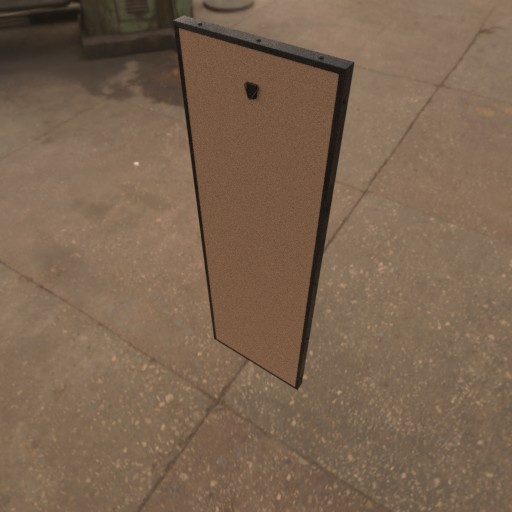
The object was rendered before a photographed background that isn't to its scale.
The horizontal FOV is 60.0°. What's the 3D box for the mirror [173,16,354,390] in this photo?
[{"bbox_3d":[0.000,0.000,1.142,0.354,1.080,0.042,27,53,22],"label":"mirror"}]
